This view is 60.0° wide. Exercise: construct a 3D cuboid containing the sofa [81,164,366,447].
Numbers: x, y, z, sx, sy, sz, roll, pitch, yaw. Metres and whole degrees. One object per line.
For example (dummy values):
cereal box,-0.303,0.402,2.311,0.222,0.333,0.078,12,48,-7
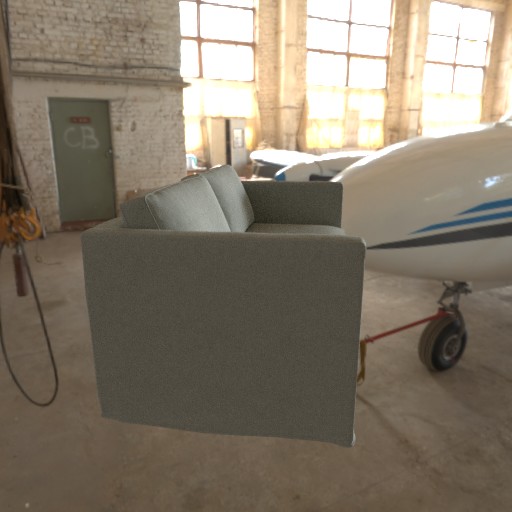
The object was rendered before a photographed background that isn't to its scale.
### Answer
sofa,0.000,0.000,2.259,0.944,0.830,1.727,2,16,8
